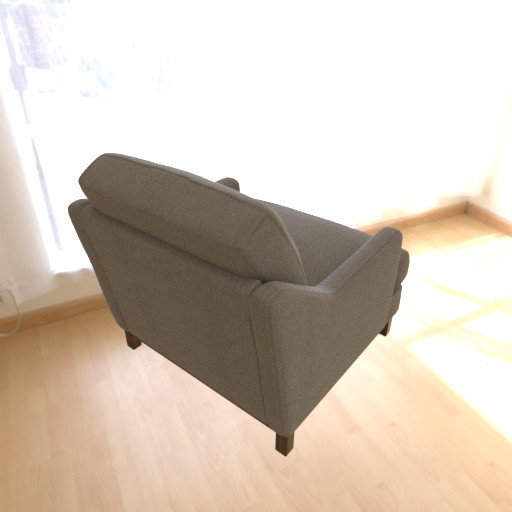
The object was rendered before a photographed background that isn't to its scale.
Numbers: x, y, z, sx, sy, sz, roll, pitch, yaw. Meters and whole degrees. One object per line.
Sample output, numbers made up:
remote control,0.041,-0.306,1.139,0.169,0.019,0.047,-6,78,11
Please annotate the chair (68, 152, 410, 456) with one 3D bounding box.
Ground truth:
chair,0.000,0.000,1.567,0.826,0.821,0.892,23,38,33
